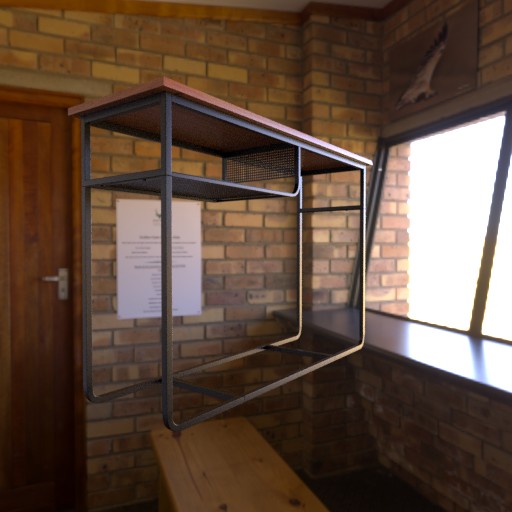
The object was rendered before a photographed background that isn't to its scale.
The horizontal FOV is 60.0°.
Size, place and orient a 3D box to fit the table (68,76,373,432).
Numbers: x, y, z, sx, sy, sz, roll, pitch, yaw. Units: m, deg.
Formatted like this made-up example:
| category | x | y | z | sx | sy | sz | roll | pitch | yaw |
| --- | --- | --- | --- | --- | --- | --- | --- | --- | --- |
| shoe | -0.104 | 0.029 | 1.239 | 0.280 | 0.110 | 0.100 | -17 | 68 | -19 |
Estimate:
| category | x | y | z | sx | sy | sz | roll | pitch | yaw |
| --- | --- | --- | --- | --- | --- | --- | --- | --- | --- |
| table | 0.000 | 0.000 | 1.449 | 0.350 | 0.750 | 1.100 | 1 | 2 | 36 |
